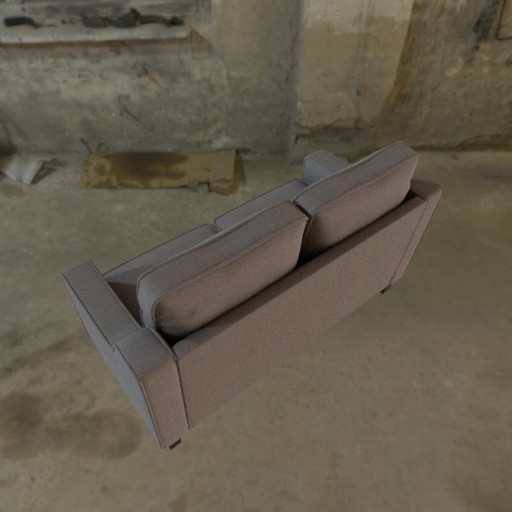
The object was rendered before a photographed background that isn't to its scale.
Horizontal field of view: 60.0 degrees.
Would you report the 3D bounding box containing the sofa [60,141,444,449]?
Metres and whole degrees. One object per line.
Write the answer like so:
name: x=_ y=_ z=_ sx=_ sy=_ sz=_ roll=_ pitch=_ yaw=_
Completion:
sofa: x=0.000 y=0.000 z=2.014 sx=1.500 sy=0.948 sz=0.791 roll=-30 pitch=52 yaw=-26
